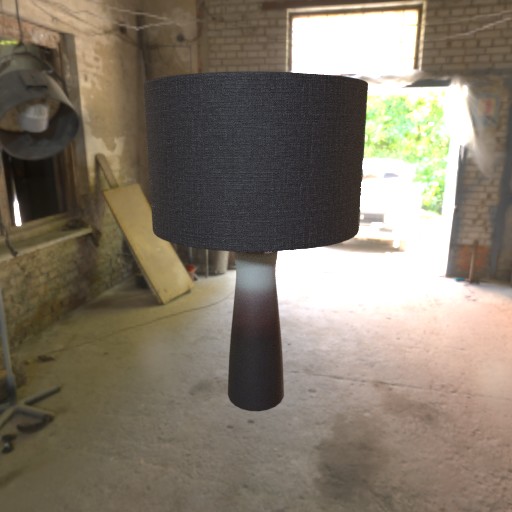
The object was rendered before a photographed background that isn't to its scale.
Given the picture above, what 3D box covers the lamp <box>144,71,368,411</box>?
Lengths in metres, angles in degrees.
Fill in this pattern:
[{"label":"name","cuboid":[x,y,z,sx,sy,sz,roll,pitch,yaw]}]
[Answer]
[{"label":"lamp","cuboid":[0.000,0.000,0.679,0.303,0.488,0.303,0,15,0]}]
